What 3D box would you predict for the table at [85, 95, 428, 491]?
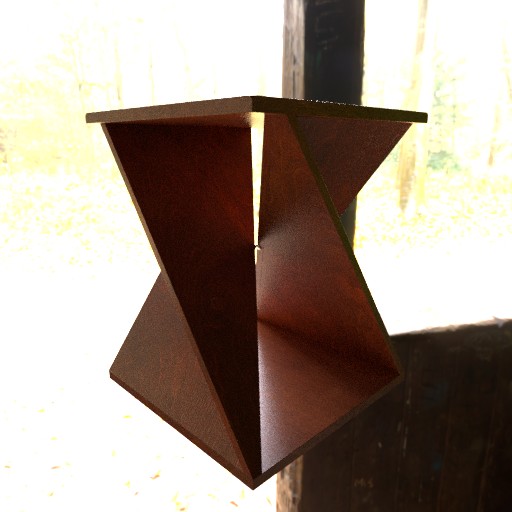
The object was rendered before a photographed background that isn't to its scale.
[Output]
[{"bbox_3d":[0.000,0.000,0.843,0.427,0.520,0.427,-14,20,-43],"label":"table"}]
